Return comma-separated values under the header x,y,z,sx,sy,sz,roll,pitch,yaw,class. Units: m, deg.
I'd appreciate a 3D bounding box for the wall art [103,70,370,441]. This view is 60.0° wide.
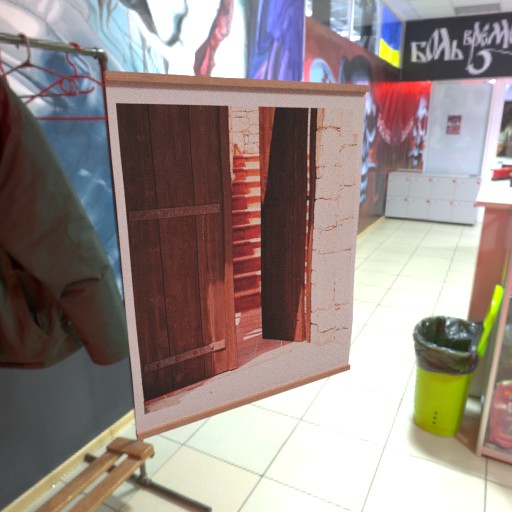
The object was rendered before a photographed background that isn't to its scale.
x,y,z,sx,sy,sz,roll,pitch,yaw,class
0.000,0.000,0.683,0.406,0.508,0.013,-9,19,-28,wall art
